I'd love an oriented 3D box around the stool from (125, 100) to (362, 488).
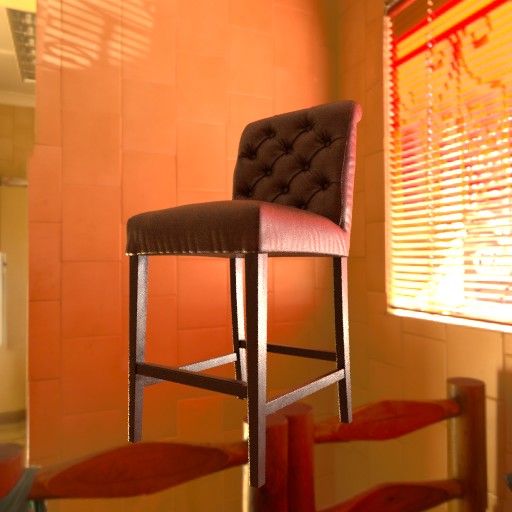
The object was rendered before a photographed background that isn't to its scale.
[{"bbox_3d":[0.000,0.000,1.417,0.486,1.084,0.660,-1,-1,36],"label":"stool"}]
